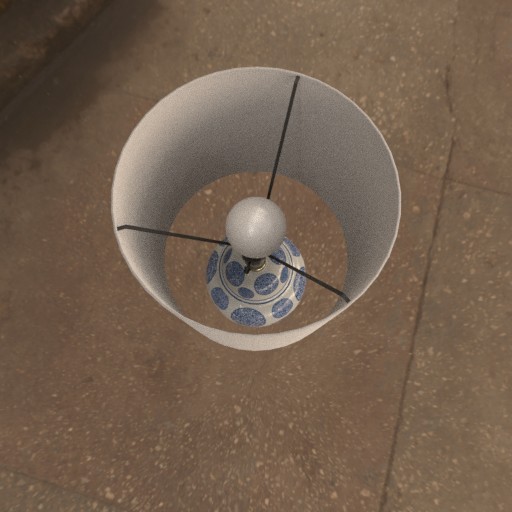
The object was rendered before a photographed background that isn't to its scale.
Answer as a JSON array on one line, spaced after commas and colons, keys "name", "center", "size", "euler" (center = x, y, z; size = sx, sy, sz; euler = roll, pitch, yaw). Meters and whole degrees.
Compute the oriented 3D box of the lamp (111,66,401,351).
[{"name": "lamp", "center": [0.000, 0.000, 0.513], "size": [0.215, 0.381, 0.215], "euler": [18, 76, 5]}]
